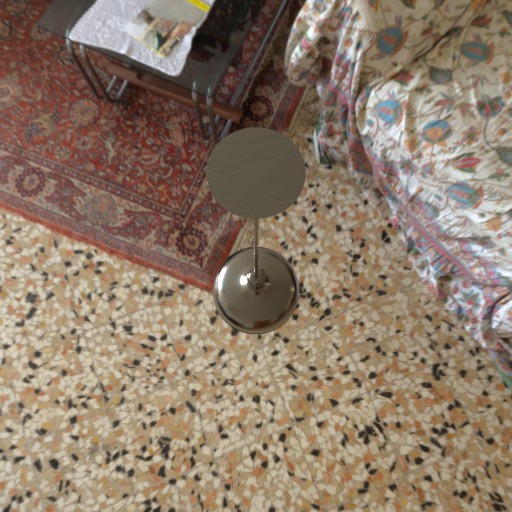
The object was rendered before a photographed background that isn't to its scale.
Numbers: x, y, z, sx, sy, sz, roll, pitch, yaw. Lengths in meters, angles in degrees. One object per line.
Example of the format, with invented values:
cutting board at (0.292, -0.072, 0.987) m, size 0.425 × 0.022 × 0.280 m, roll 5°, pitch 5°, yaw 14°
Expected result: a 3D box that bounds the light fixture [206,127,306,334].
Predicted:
light fixture at (0.000, 0.000, 1.084) m, size 0.299 × 0.935 × 0.299 m, roll -12°, pitch 75°, yaw -3°
